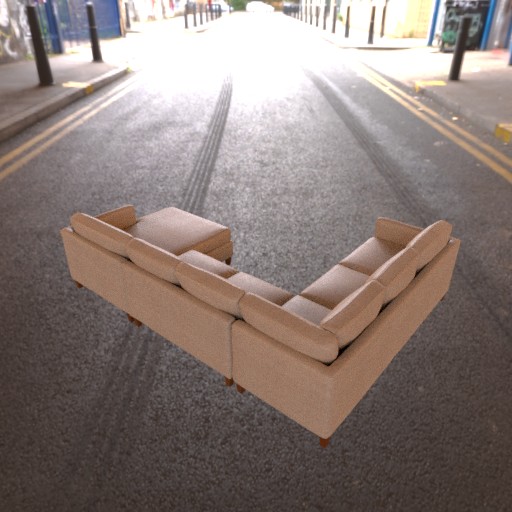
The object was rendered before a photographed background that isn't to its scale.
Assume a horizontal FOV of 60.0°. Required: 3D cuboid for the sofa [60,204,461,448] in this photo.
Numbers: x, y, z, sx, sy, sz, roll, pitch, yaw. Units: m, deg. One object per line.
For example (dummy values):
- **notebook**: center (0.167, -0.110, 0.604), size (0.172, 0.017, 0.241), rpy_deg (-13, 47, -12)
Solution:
- **sofa**: center (0.000, 0.000, 4.819), size (3.460, 0.961, 2.594), rpy_deg (23, 37, 34)
